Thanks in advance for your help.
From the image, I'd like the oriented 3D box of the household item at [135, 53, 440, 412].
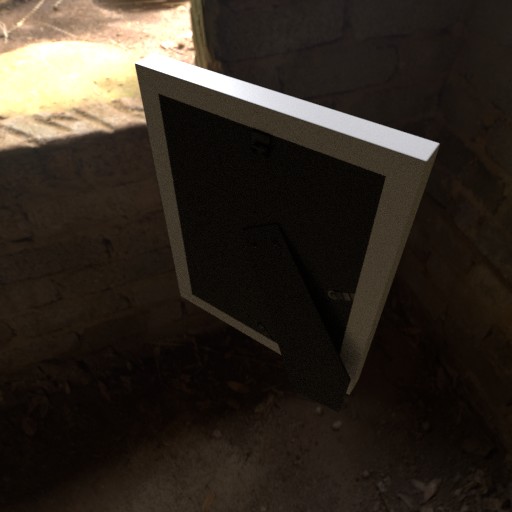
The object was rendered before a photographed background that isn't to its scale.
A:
[{"bbox_3d":[0.000,0.000,0.345,0.200,0.250,0.045,26,52,23],"label":"household item"}]
